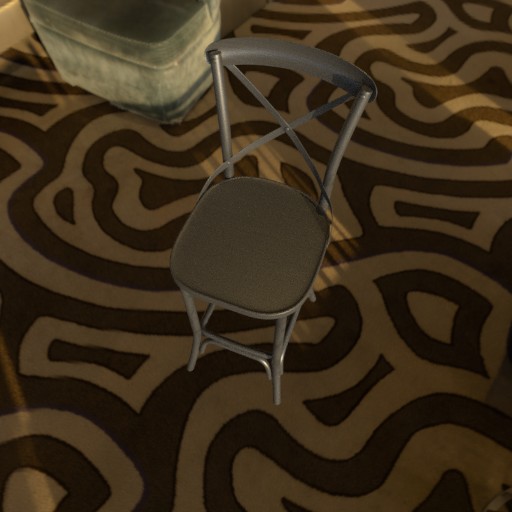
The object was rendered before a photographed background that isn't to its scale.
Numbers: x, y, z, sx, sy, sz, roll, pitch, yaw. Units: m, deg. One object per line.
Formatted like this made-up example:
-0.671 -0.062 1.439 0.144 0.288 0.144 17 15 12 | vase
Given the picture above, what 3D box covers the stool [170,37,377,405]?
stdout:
0.000 0.000 1.466 0.457 1.168 0.584 18 60 11 | stool
